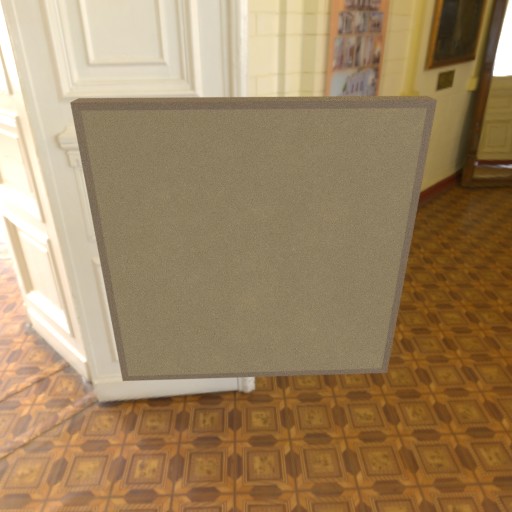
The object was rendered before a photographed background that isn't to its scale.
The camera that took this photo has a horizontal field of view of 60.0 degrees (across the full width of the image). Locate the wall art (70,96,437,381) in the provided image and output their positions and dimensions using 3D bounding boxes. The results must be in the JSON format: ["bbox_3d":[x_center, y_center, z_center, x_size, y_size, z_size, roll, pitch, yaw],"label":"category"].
[{"bbox_3d":[0.000,0.000,0.750,0.508,0.506,0.038,-1,28,-2],"label":"wall art"}]
